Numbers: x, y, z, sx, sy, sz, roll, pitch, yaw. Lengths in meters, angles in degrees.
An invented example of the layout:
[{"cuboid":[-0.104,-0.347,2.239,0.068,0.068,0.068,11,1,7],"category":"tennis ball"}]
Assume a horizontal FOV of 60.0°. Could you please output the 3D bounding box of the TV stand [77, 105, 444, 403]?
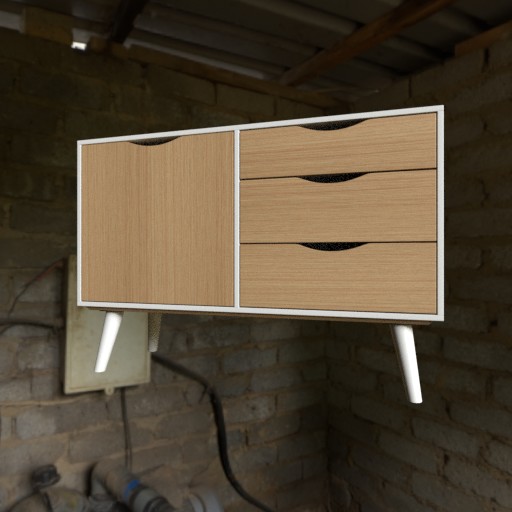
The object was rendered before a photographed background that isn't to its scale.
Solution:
[{"cuboid":[0.000,0.000,1.570,1.193,0.812,0.406,0,0,18],"category":"TV stand"}]
